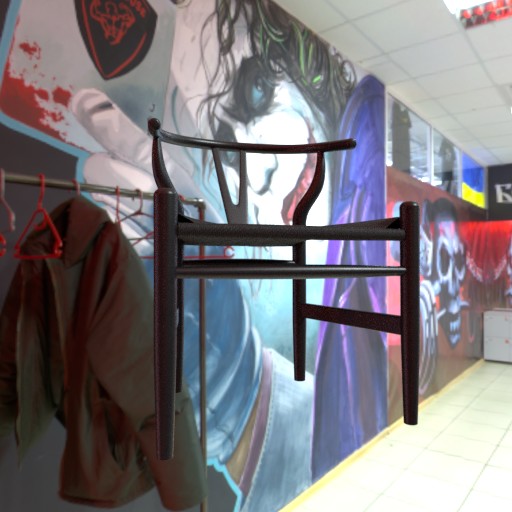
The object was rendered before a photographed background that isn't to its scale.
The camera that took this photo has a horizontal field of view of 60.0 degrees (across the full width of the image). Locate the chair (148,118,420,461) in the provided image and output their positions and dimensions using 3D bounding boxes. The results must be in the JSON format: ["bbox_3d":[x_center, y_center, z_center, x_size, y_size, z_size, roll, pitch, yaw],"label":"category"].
[{"bbox_3d":[0.000,0.000,1.135,0.569,0.730,0.579,0,-1,-19],"label":"chair"}]
